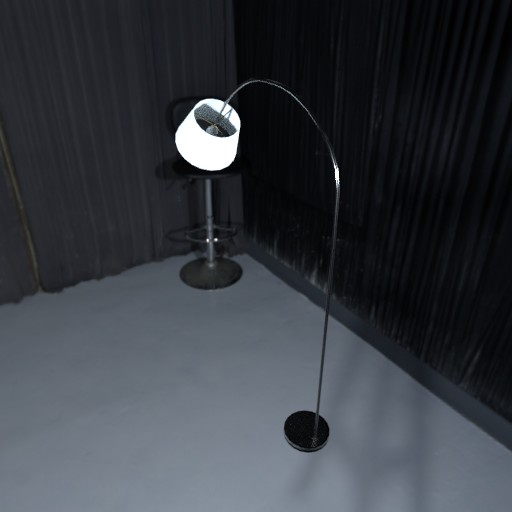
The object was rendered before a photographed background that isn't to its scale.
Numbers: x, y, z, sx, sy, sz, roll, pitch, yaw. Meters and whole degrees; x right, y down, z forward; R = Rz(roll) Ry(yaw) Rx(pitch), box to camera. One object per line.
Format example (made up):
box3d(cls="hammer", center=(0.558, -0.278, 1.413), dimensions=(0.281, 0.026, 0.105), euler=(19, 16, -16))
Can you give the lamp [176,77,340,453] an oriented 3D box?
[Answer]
box3d(cls="lamp", center=(0.000, 0.000, 2.765), dimensions=(0.406, 2.098, 1.445), euler=(-19, 35, -30))
